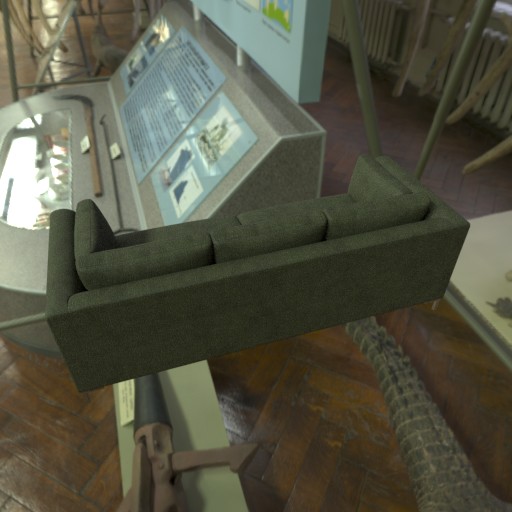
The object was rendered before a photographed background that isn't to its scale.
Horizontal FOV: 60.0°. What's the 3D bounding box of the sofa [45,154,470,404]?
[{"bbox_3d":[0.000,0.000,2.925,2.415,0.867,0.969,-12,41,-14],"label":"sofa"}]
